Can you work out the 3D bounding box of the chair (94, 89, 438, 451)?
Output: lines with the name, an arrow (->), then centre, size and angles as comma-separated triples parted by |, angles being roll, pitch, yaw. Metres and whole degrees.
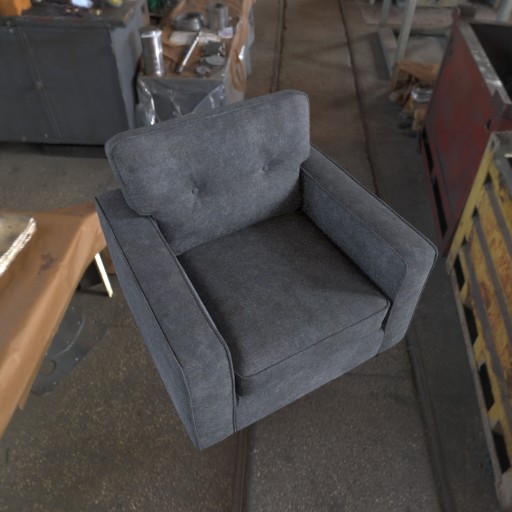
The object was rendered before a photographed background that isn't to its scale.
chair -> 0.000, 0.000, 1.786 | 1.015, 0.965, 0.939 | -22, 49, -20
